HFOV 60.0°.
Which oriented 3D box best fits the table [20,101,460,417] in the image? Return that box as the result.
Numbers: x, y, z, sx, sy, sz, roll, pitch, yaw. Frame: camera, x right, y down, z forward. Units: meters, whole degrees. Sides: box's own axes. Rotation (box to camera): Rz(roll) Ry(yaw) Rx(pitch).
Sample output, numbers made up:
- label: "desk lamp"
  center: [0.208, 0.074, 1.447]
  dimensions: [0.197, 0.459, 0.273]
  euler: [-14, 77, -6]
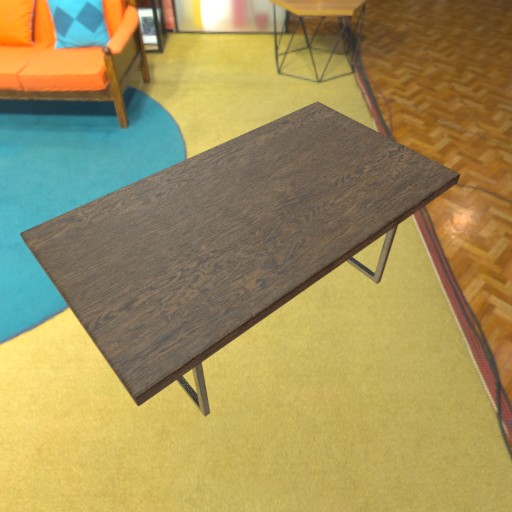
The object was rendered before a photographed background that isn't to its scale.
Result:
- label: "table"
  center: [0.000, 0.000, 2.518]
  dimensions: [1.989, 0.795, 1.078]
  euler: [-31, 54, -27]
